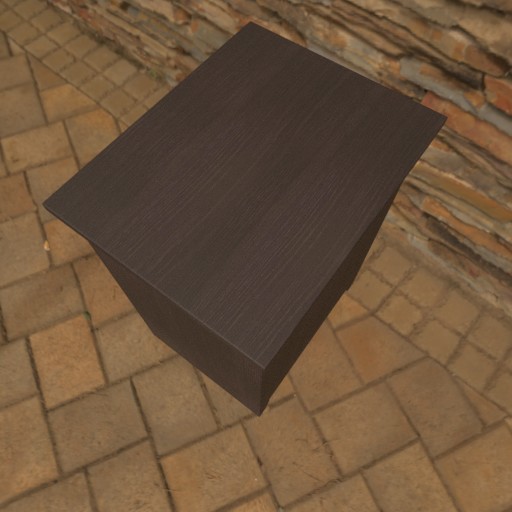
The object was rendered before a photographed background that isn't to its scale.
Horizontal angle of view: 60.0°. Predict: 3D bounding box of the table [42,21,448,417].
[{"bbox_3d":[0.000,0.000,0.930,0.381,0.635,0.480,33,68,16],"label":"table"}]
